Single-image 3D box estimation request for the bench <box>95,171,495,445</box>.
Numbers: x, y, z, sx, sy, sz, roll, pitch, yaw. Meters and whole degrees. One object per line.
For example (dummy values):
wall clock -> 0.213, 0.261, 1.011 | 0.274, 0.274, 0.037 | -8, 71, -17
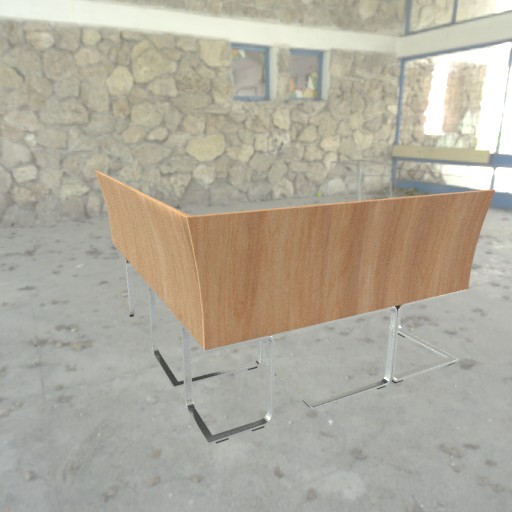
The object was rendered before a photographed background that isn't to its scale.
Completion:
bench -> 0.000, 0.000, 2.681 | 1.495, 0.930, 1.945 | -8, 17, -26
